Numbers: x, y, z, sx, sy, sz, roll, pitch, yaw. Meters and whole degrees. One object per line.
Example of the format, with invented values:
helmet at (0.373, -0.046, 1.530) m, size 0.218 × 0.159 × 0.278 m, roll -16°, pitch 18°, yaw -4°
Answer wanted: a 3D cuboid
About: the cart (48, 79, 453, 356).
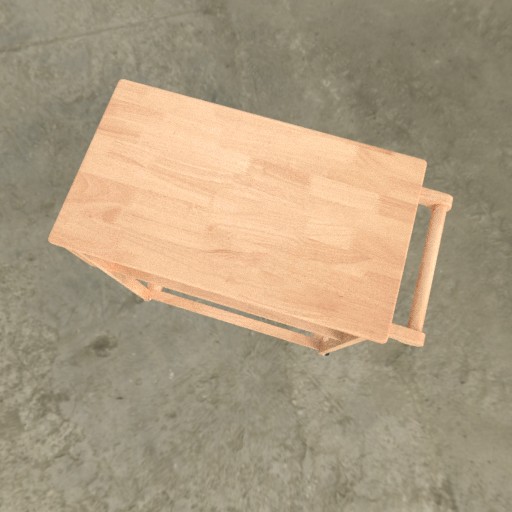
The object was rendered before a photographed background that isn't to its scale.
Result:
cart at (0.000, 0.000, 1.404) m, size 0.853 × 0.879 × 0.432 m, roll 16°, pitch 75°, yaw 4°
